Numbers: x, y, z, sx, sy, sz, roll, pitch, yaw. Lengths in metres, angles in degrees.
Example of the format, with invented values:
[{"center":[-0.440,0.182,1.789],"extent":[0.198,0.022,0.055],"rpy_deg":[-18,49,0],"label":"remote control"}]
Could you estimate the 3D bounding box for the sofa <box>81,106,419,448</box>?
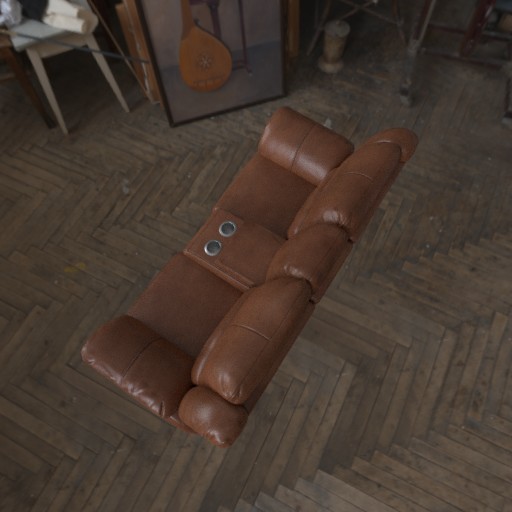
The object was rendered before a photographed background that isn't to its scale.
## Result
[{"center":[0.000,0.000,2.649],"extent":[0.991,1.043,2.058],"rpy_deg":[30,69,13],"label":"sofa"}]
